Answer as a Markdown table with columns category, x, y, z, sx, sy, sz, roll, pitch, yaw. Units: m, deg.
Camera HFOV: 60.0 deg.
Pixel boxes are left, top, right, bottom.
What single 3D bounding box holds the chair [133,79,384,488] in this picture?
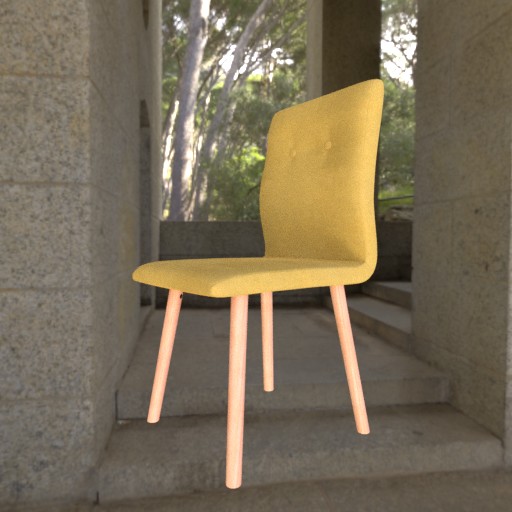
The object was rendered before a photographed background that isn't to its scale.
| category | x | y | z | sx | sy | sz | roll | pitch | yaw |
| --- | --- | --- | --- | --- | --- | --- | --- | --- | --- |
| chair | 0.000 | 0.000 | 1.237 | 0.550 | 0.965 | 0.450 | -2 | 3 | -37 |
